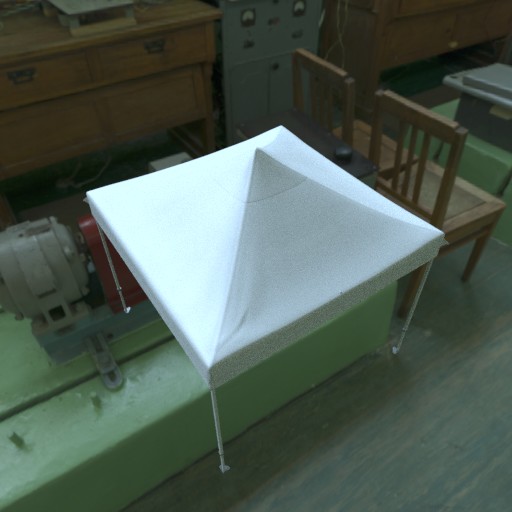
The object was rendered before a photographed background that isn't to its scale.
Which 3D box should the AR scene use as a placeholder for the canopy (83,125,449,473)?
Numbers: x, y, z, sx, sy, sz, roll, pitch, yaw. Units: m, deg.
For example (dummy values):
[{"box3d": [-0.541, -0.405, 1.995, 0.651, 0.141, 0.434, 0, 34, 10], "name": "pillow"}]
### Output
[{"box3d": [0.000, 0.000, 5.445, 2.994, 2.998, 2.996, -26, 50, -24], "name": "canopy"}]
